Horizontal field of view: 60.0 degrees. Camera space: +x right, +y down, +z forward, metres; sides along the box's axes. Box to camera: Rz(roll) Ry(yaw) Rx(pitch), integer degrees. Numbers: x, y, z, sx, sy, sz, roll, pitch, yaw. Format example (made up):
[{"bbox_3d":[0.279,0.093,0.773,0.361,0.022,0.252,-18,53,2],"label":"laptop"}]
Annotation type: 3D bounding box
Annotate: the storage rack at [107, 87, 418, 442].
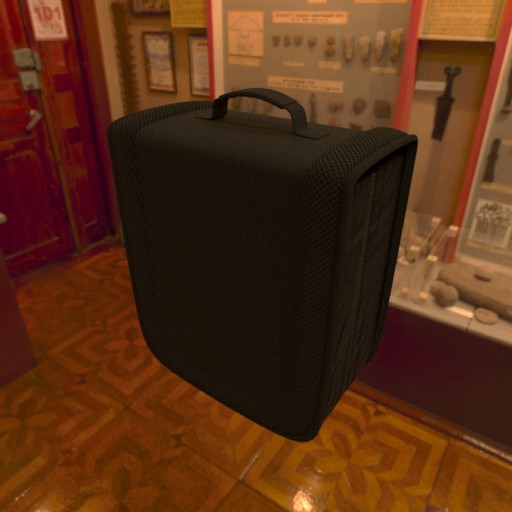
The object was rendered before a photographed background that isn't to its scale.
[{"bbox_3d":[0.000,0.000,0.546,0.297,0.387,0.168,20,35,31],"label":"storage rack"}]
